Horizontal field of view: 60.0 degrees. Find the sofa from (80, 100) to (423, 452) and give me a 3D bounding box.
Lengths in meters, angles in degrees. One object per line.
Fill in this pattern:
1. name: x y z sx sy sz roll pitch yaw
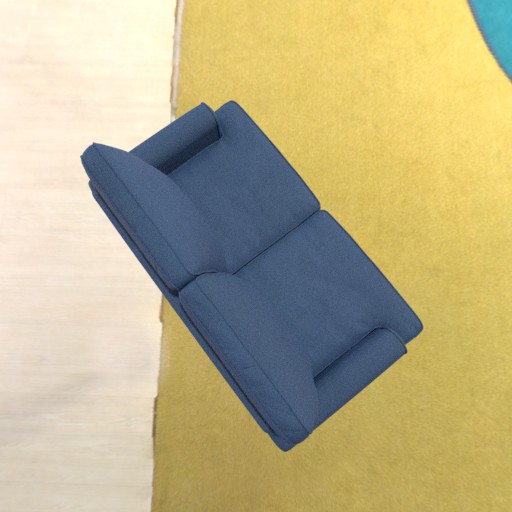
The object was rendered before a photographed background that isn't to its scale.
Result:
1. sofa: 0.000 0.000 2.275 0.965 0.965 1.651 -37 80 -8
